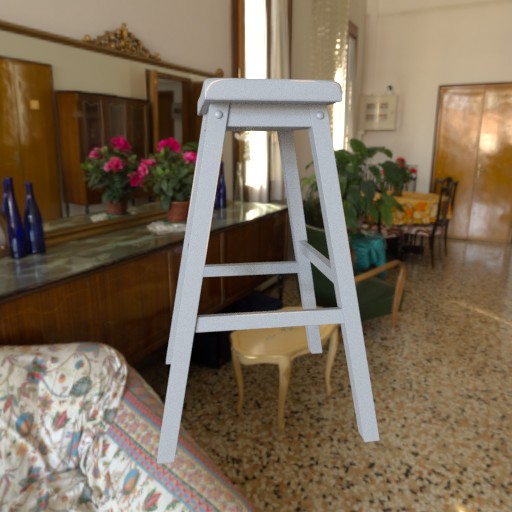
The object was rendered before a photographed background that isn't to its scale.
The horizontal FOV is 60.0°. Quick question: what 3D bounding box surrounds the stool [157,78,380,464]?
[{"bbox_3d":[0.000,0.000,1.061,0.476,0.737,0.457,-2,14,-8],"label":"stool"}]
